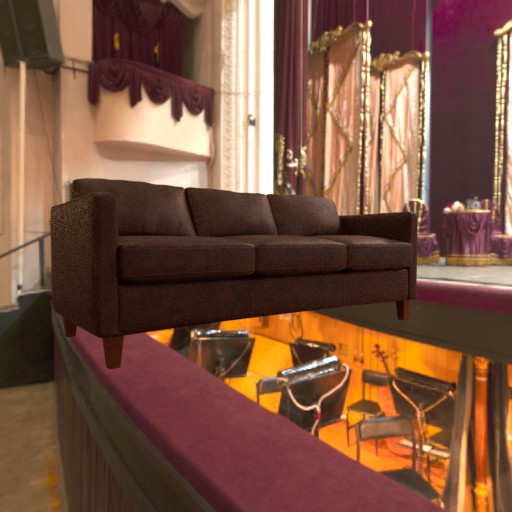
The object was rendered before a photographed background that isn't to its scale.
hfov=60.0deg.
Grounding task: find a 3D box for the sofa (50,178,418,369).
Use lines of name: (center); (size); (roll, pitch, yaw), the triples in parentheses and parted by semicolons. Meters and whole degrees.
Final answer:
sofa: (0.000, 0.000, 3.084); (2.464, 1.006, 1.045); (-1, 2, -35)
